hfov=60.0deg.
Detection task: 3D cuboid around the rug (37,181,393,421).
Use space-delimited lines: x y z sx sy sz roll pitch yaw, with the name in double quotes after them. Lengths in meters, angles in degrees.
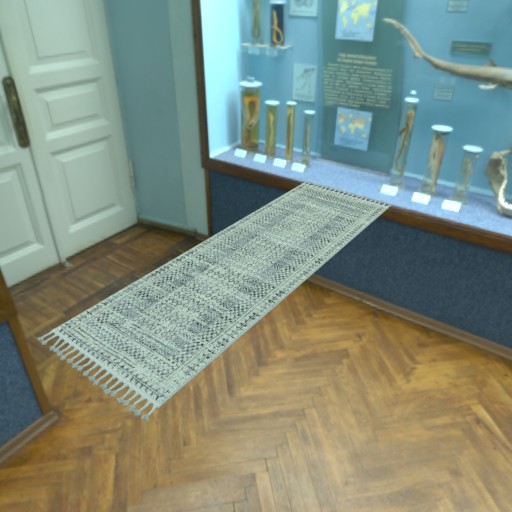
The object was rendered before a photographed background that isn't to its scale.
0.000 0.000 2.749 0.786 0.013 2.480 22 38 31 "rug"
